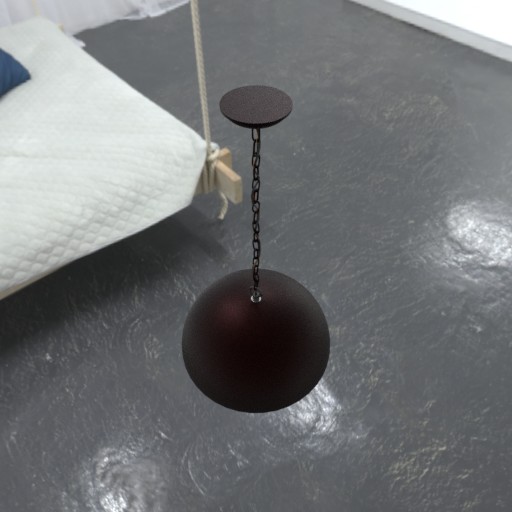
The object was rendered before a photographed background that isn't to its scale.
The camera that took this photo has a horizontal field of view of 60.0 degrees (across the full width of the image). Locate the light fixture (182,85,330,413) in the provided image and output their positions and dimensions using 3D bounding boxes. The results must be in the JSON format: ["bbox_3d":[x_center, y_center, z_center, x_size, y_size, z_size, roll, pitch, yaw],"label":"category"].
[{"bbox_3d":[0.000,0.000,1.162,0.492,0.869,0.492,24,53,20],"label":"light fixture"}]
